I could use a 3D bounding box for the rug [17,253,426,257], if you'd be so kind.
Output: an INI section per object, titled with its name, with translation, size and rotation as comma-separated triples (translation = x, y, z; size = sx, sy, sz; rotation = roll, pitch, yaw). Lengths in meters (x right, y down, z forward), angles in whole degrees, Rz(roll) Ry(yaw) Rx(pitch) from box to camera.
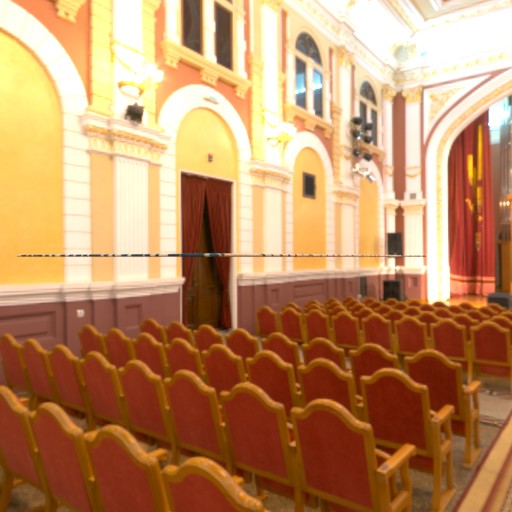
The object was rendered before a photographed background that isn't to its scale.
[rug]
translation = 0.000, 0.000, 2.986
size = 1.517, 0.011, 2.435
rotation = 0, 0, 38
